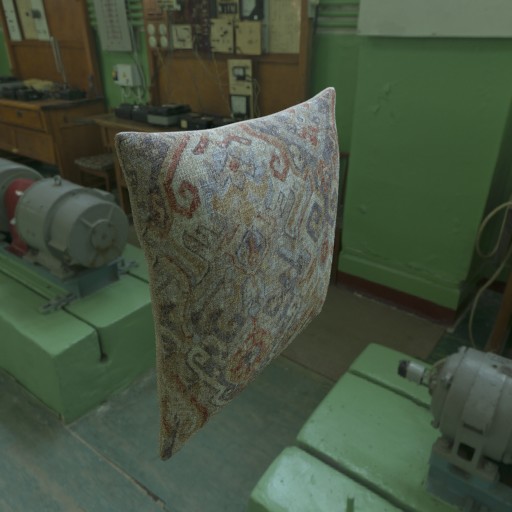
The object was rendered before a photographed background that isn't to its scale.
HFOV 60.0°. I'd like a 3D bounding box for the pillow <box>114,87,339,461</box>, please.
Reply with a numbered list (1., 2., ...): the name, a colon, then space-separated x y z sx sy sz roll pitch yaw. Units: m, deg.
1. pillow: 0.000 0.000 0.771 0.166 0.506 0.523 18 32 31
